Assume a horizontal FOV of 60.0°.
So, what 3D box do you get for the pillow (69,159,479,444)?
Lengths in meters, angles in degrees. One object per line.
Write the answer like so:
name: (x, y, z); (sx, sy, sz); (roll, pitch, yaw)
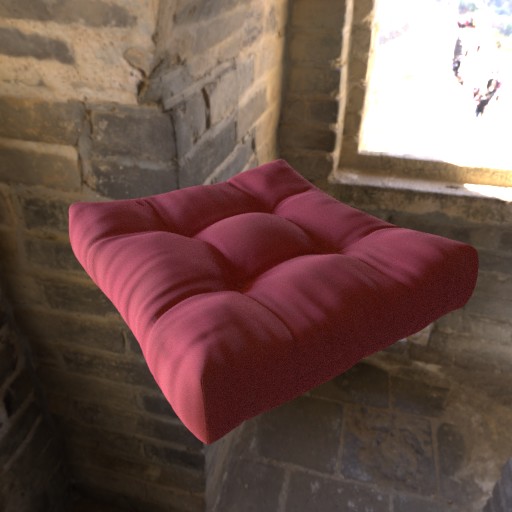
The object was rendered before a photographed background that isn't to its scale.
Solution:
pillow: (0.000, 0.000, 0.701); (0.468, 0.128, 0.490); (-18, 35, -29)
